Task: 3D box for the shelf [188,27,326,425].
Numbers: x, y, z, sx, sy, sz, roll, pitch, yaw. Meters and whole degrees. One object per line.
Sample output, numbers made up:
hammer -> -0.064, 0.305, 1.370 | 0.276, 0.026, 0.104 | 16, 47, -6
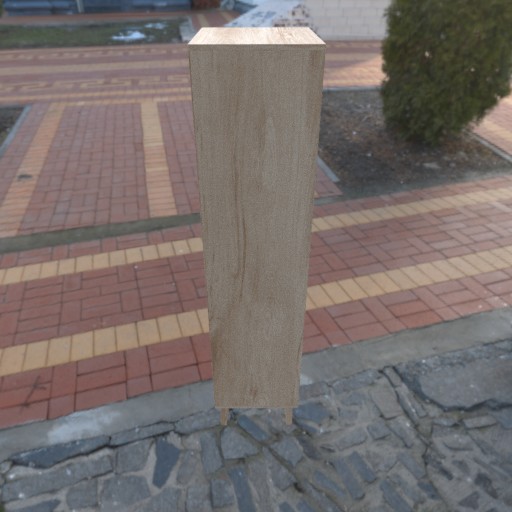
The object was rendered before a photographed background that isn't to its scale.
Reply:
shelf -> 0.000, 0.000, 2.182 | 0.450, 1.960, 0.510 | 0, 33, -1
